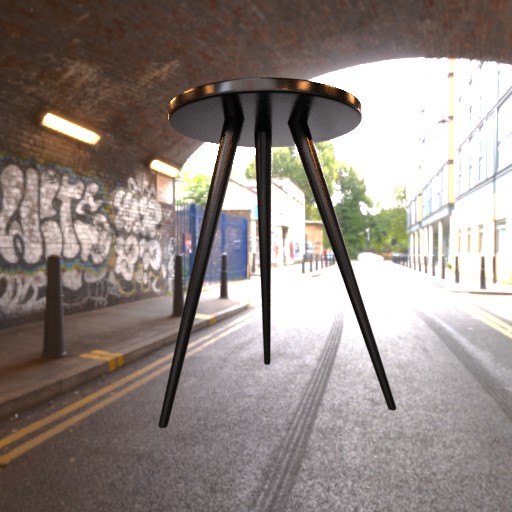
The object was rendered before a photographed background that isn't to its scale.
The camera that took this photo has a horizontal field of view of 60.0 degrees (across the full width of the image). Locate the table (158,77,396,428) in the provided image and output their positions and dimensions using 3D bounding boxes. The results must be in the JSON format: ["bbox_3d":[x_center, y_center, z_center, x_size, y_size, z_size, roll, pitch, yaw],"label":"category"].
[{"bbox_3d":[0.000,0.000,0.846,0.415,0.548,0.403,0,1,-36],"label":"table"}]
